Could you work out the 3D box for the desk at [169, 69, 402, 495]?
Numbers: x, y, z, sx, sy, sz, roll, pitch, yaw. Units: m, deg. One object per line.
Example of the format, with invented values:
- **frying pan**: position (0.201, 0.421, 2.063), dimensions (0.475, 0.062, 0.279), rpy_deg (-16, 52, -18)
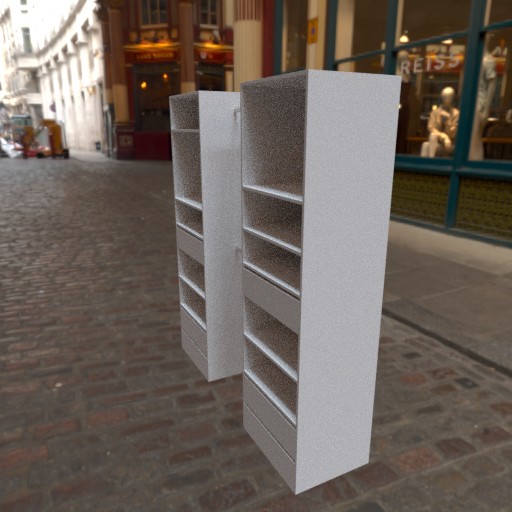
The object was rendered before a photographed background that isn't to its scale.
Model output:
- **desk**: position (0.000, 0.000, 2.825), dimensions (0.480, 2.000, 1.770), rpy_deg (-8, 18, -27)
